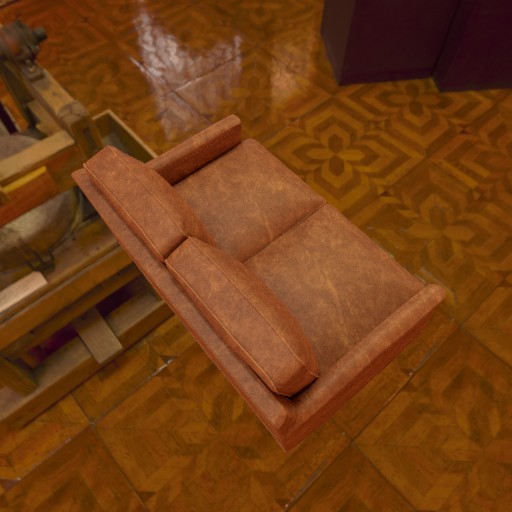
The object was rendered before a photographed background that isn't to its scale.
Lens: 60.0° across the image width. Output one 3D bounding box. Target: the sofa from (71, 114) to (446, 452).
[{"bbox_3d":[0.000,0.000,2.279,1.084,1.003,1.597,-35,64,-20],"label":"sofa"}]
